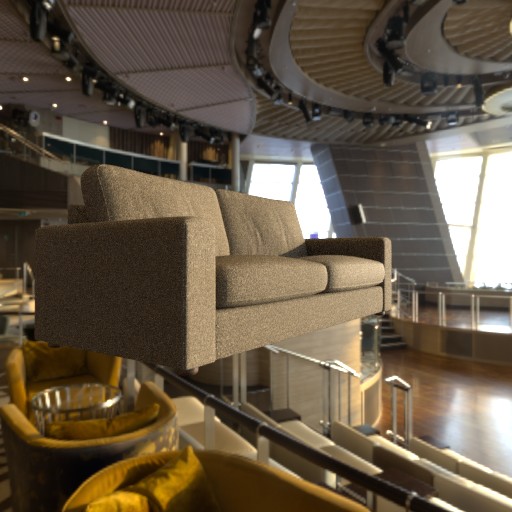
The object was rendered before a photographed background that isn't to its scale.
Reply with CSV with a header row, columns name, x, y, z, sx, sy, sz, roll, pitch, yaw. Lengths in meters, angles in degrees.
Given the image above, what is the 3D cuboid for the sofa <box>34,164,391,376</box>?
name,x,y,z,sx,sy,sz,roll,pitch,yaw
sofa,0.000,0.000,2.669,1.016,0.873,2.179,0,0,35
